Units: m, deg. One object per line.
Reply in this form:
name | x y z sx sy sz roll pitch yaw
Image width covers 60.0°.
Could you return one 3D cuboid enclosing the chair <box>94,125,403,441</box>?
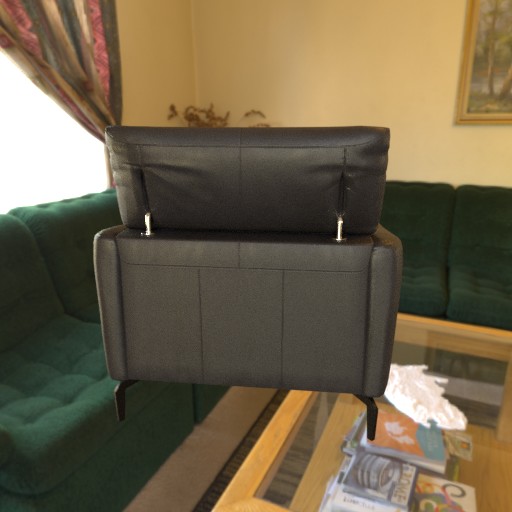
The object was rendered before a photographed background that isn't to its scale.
chair | 0.000 0.000 1.681 0.976 0.949 0.809 2 16 6
